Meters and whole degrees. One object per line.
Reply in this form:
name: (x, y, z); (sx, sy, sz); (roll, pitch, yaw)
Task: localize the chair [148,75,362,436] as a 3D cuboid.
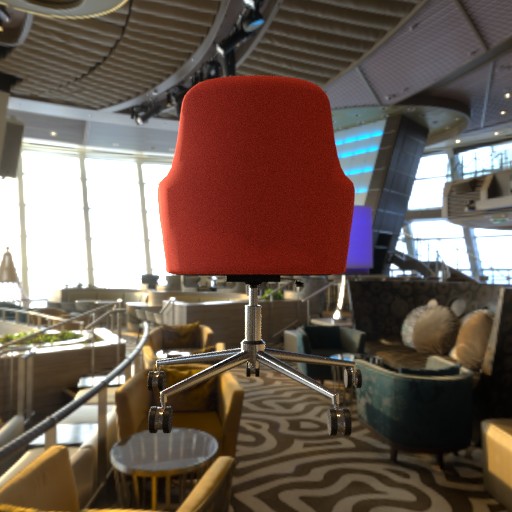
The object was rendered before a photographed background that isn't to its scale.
chair: (0.000, 0.000, 1.279); (0.655, 0.820, 0.600); (0, -2, 0)
